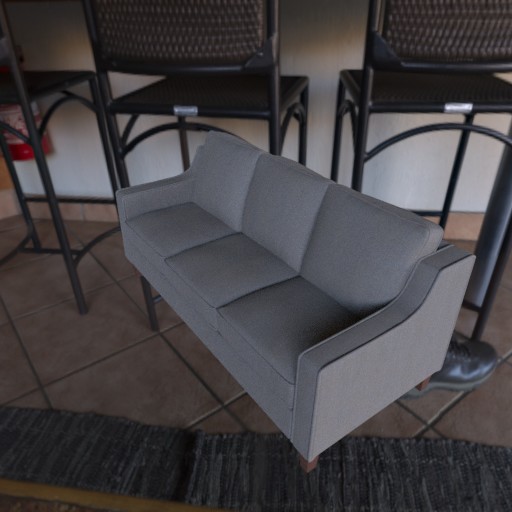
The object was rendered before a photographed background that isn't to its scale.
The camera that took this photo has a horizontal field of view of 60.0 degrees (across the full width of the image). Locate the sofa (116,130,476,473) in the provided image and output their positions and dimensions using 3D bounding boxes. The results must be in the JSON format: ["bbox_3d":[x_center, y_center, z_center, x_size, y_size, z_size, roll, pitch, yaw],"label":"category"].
[{"bbox_3d":[0.000,0.000,2.530,0.911,0.974,1.986,-20,37,-30],"label":"sofa"}]
